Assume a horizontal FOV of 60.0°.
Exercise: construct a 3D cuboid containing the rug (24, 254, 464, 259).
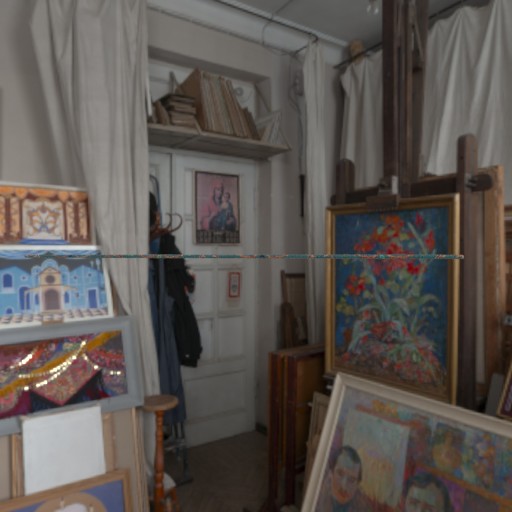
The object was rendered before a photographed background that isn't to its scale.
[{"bbox_3d":[0.000,0.000,2.319,1.836,0.014,1.216,0,0,18],"label":"rug"}]
